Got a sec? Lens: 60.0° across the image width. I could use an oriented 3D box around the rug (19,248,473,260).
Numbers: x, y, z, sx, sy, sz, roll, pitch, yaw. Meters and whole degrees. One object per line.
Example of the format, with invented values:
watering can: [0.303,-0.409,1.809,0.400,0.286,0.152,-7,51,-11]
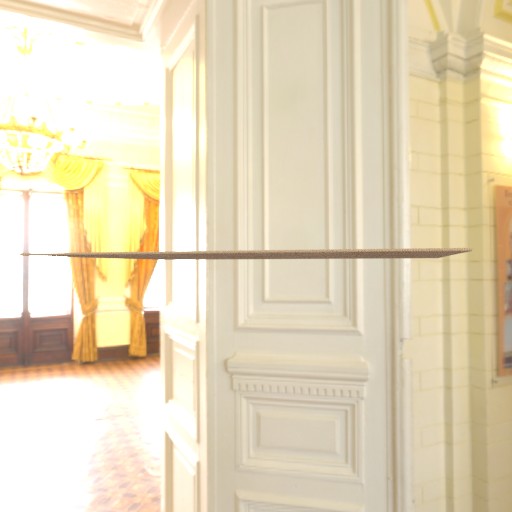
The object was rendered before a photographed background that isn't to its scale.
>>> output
rug: [0.000,0.000,2.828,2.294,0.014,1.528,0,-1,18]
